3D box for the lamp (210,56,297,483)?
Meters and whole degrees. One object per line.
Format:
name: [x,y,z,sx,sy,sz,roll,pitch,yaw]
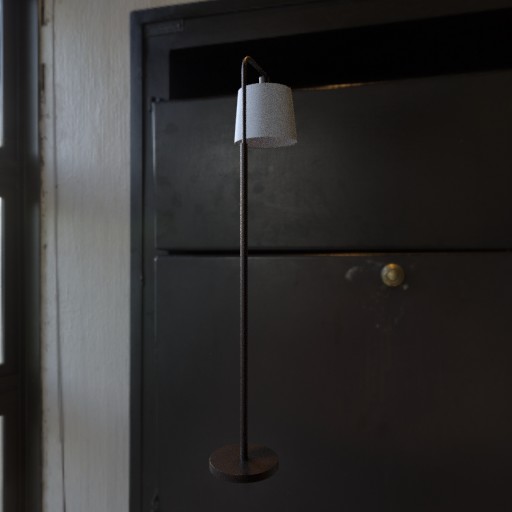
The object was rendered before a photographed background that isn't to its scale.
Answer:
lamp: [0.000,0.000,1.686,0.254,1.478,0.508,0,0,19]
